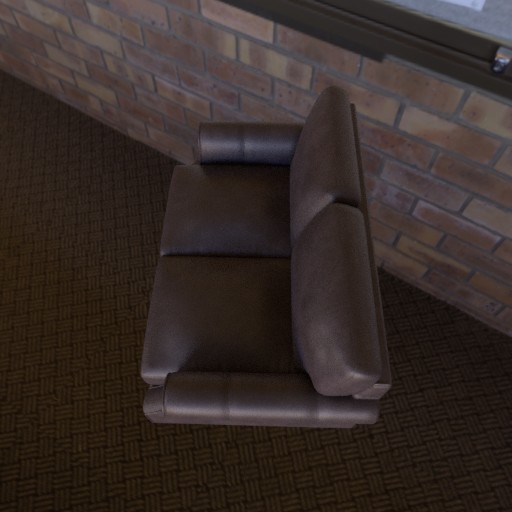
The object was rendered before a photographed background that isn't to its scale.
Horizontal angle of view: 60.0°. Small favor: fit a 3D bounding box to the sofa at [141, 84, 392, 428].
[{"bbox_3d":[0.000,0.000,2.286,1.030,0.979,1.663,1,59,1],"label":"sofa"}]
